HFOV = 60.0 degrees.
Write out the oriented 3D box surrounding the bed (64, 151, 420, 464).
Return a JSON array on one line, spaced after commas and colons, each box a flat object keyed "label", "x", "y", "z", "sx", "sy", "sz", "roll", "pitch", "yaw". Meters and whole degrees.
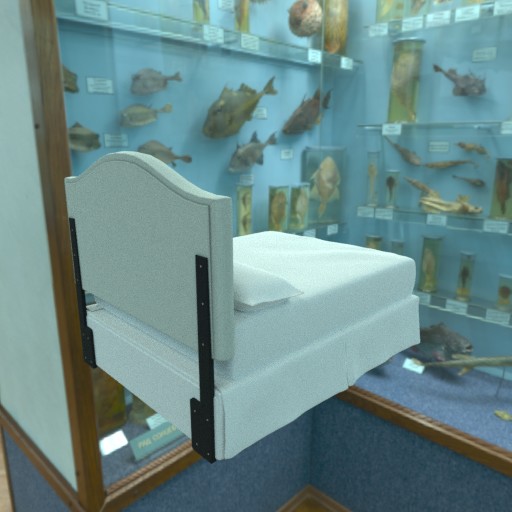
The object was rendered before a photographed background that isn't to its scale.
[{"label": "bed", "x": 0.000, "y": 0.000, "z": 3.435, "sx": 2.180, "sy": 1.607, "sz": 1.813, "roll": -14, "pitch": 20, "yaw": -42}]
